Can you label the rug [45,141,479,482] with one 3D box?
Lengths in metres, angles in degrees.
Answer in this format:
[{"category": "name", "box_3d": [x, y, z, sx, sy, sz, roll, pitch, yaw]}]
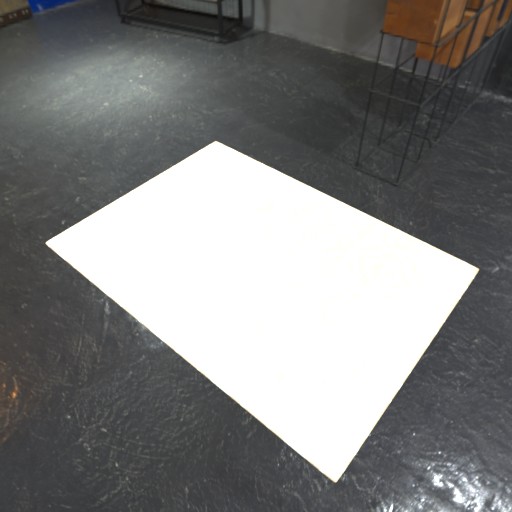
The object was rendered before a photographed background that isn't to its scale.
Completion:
[{"category": "rug", "box_3d": [0.000, 0.000, 2.664, 2.134, 0.010, 1.524, 31, 54, 27]}]
